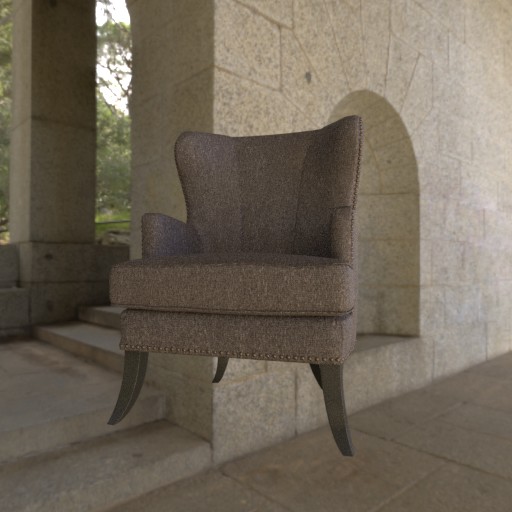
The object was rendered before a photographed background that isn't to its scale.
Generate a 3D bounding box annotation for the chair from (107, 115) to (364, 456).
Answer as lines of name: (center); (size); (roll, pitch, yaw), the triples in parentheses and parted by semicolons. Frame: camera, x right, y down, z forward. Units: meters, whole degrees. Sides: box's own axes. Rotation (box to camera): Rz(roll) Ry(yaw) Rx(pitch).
chair: (0.000, 0.000, 1.612); (0.759, 1.060, 0.758); (0, -1, 18)
